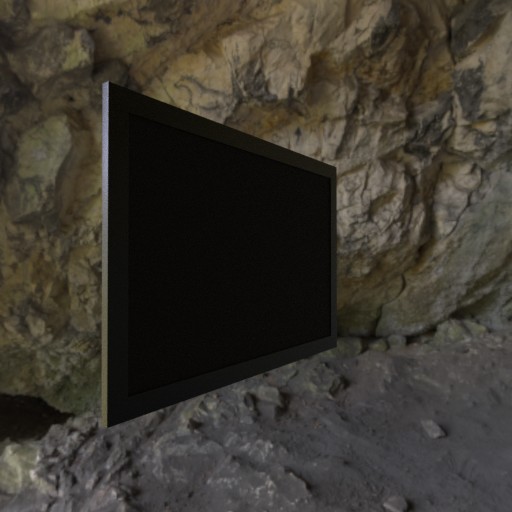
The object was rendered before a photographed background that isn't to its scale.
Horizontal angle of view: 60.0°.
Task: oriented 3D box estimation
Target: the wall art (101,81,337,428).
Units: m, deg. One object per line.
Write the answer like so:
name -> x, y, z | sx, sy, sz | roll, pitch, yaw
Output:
wall art -> 0.000, 0.000, 0.840 | 0.013, 0.447, 0.660 | 0, -1, 36
